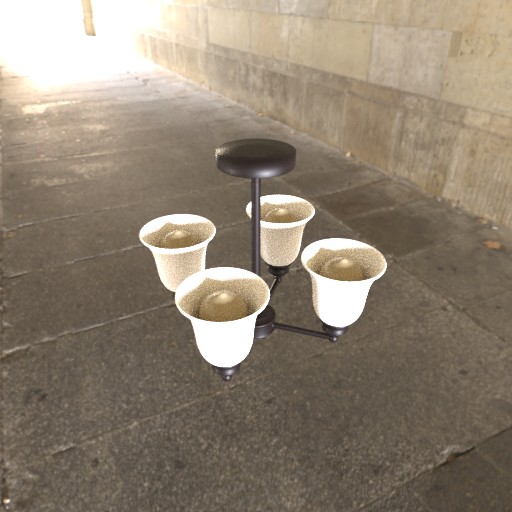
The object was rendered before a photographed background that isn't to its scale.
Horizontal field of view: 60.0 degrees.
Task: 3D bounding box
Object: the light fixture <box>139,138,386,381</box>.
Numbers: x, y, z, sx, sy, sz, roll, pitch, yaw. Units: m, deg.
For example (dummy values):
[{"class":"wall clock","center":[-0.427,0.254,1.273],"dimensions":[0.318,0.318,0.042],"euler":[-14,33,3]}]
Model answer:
[{"class":"light fixture","center":[0.000,0.000,1.897],"dimensions":[1.069,0.925,1.069],"euler":[10,33,16]}]
